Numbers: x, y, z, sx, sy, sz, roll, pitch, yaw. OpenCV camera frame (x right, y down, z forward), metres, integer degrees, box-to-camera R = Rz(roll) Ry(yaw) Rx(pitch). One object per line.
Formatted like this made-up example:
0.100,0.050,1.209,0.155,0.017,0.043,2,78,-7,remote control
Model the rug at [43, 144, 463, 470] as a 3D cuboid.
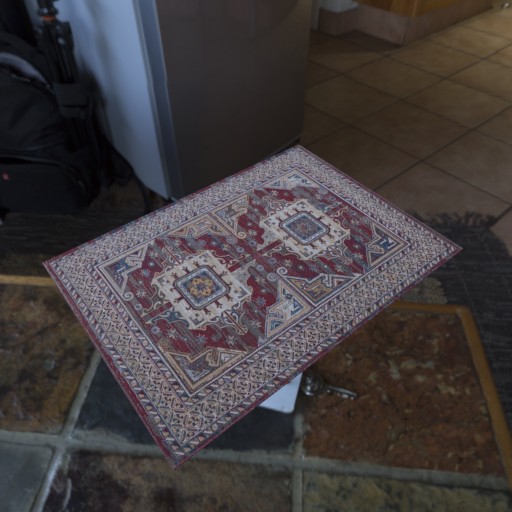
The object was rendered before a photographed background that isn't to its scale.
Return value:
0.000,0.000,2.872,2.210,0.011,1.599,-30,53,-26,rug
